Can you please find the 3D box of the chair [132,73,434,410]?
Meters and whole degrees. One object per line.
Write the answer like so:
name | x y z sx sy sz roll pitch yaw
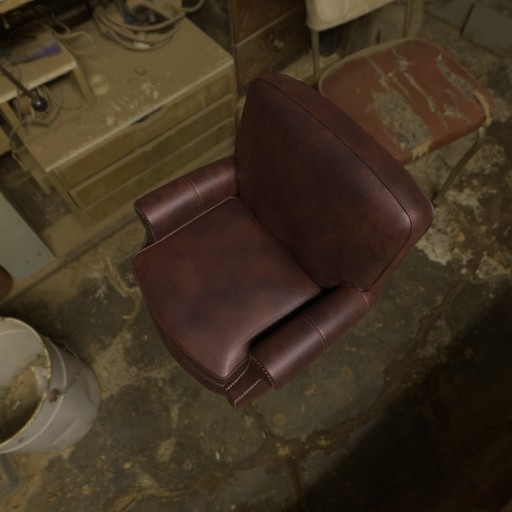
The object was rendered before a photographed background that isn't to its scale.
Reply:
chair | 0.000 0.000 1.787 0.986 1.018 0.936 -35 69 -16
